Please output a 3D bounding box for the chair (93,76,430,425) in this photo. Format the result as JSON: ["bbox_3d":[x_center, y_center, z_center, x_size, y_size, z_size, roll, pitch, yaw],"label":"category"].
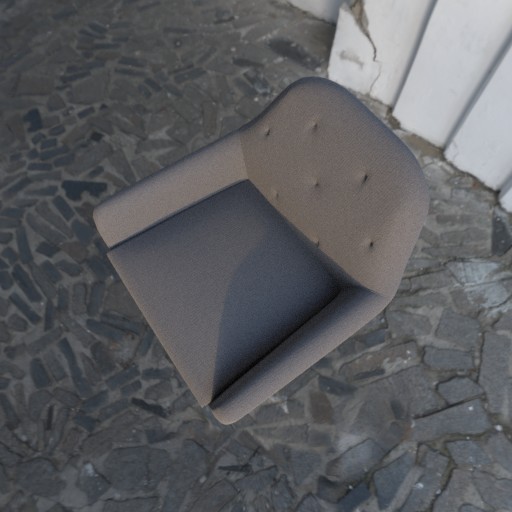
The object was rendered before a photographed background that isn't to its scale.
[{"bbox_3d":[0.000,0.000,1.416,0.779,0.800,0.770,-33,69,-14],"label":"chair"}]
